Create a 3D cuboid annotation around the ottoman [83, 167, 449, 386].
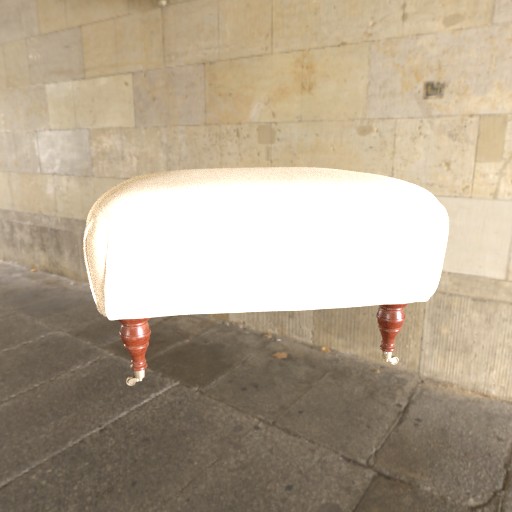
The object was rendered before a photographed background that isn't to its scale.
[{"bbox_3d":[0.000,0.000,1.151,0.747,0.450,0.622,-2,14,-9],"label":"ottoman"}]
